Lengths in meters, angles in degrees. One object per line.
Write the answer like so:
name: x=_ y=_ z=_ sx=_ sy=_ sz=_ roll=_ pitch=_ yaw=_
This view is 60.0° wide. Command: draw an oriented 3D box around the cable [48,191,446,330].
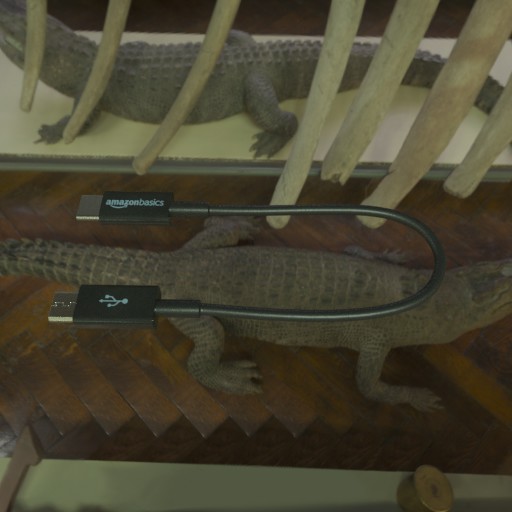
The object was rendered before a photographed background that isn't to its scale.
cable: x=0.000 y=0.000 z=0.115 sx=0.098 sy=0.006 sz=0.040 roll=1 pitch=59 yaw=1
